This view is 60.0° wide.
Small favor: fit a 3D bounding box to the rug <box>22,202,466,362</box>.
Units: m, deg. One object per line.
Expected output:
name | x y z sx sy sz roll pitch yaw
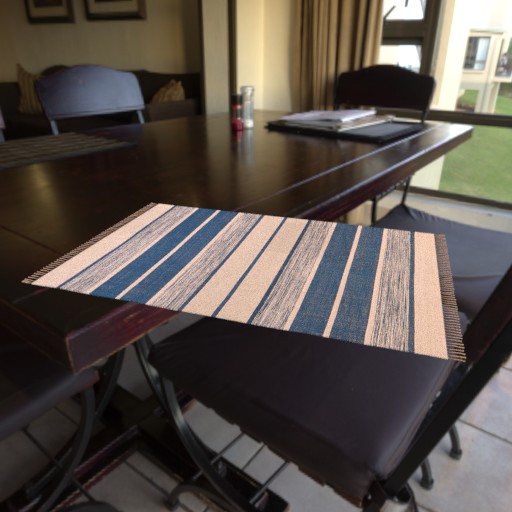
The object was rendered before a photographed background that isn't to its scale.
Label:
rug | 0.000 0.000 2.947 2.441 0.010 1.532 8 26 16
